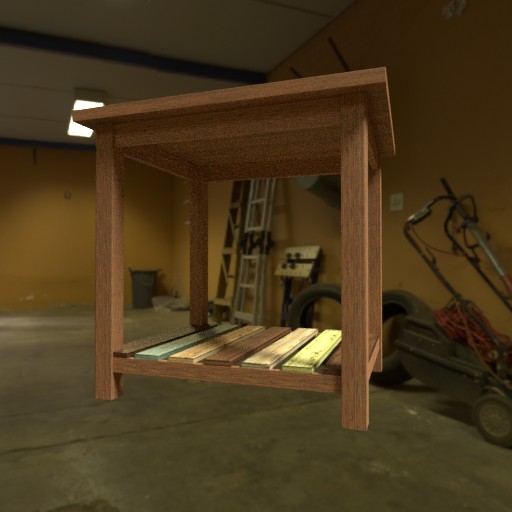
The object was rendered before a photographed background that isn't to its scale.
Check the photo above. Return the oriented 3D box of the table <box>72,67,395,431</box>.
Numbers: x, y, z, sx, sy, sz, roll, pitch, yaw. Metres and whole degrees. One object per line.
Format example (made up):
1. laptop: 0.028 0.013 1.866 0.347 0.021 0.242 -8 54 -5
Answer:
1. table: 0.000 0.000 1.124 0.660 0.635 0.559 0 -1 19
